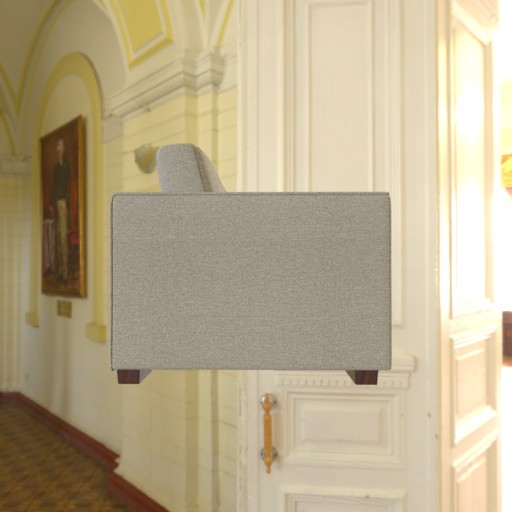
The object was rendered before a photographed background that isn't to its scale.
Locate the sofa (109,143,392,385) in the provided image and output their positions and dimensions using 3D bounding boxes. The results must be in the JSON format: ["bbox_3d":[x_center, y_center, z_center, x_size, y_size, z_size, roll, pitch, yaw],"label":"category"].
[{"bbox_3d":[0.000,0.000,2.450,1.007,0.924,1.812,0,0,1],"label":"sofa"}]
